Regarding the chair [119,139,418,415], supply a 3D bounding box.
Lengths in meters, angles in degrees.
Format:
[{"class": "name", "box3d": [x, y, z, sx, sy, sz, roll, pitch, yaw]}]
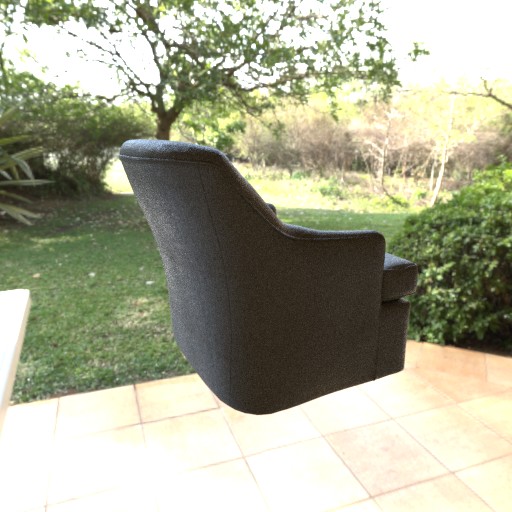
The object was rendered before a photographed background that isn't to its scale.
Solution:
[{"class": "chair", "box3d": [0.000, 0.000, 1.680, 0.923, 0.856, 0.864, -7, 16, -25]}]
